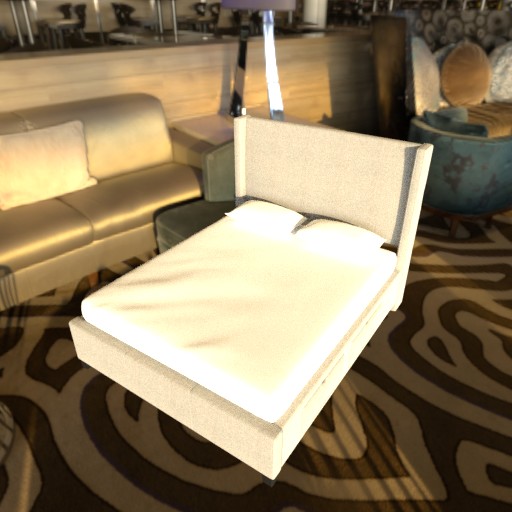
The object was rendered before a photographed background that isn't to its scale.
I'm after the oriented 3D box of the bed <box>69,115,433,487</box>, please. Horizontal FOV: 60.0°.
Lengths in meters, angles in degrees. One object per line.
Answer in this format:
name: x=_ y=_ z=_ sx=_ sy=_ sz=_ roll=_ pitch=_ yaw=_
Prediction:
bed: x=0.000 y=0.000 z=3.390 sx=1.774 sy=1.491 sz=2.222 roll=19 pitch=35 yaw=29
